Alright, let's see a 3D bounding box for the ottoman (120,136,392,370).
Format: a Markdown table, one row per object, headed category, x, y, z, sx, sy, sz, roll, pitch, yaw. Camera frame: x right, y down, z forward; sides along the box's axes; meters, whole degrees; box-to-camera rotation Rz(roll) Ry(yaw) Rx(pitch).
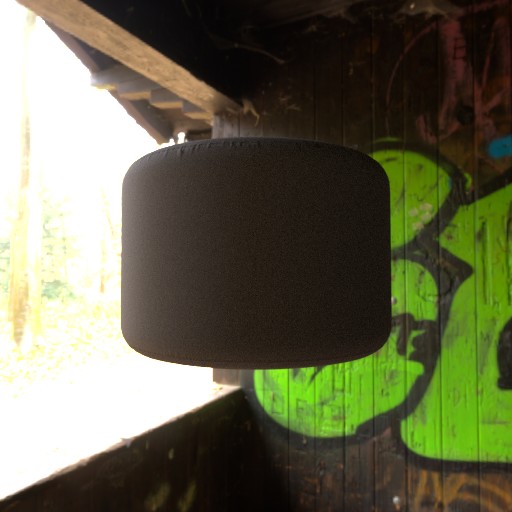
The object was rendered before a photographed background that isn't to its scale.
| category | x | y | z | sx | sy | sz | roll | pitch | yaw |
| --- | --- | --- | --- | --- | --- | --- | --- | --- | --- |
| ottoman | 0.000 | 0.000 | 1.042 | 0.608 | 0.433 | 0.608 | 0 | -2 | 0 |
